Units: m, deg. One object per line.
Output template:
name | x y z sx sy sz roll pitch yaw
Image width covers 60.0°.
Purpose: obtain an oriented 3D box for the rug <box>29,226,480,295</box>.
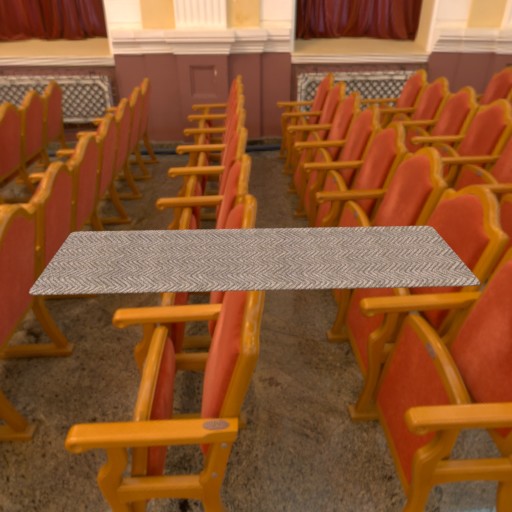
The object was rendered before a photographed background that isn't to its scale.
rug | 0.000 0.000 2.522 2.286 0.008 0.686 -1 30 -2
